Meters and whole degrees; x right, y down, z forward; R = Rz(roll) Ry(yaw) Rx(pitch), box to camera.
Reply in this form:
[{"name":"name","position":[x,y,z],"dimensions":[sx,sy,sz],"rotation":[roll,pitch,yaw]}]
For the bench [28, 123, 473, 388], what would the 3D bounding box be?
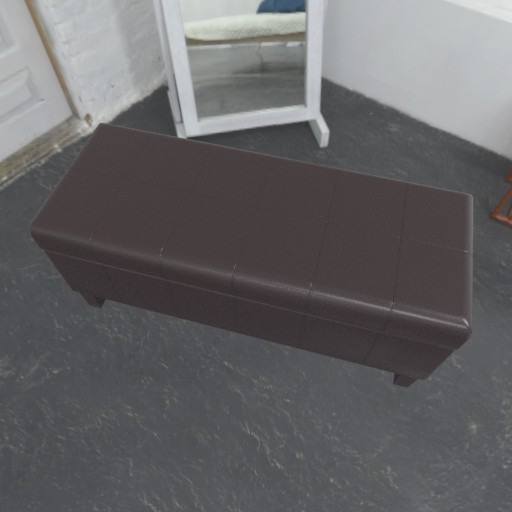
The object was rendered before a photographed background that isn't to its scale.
[{"name":"bench","position":[0.000,0.000,1.322],"dimensions":[1.092,0.457,0.429],"rotation":[13,58,8]}]
